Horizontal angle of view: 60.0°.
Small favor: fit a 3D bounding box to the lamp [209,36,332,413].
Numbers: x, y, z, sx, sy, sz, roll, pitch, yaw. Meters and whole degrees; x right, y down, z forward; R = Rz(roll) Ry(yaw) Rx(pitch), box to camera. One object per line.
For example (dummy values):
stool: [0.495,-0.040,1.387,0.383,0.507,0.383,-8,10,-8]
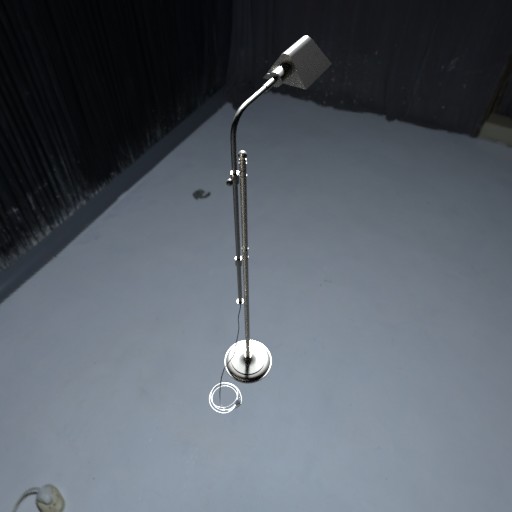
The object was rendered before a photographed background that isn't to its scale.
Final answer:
lamp: [0.000,0.000,1.893,0.256,1.571,0.813,23,52,19]
